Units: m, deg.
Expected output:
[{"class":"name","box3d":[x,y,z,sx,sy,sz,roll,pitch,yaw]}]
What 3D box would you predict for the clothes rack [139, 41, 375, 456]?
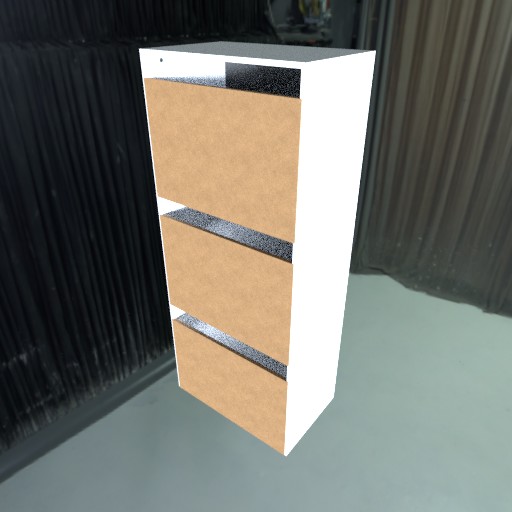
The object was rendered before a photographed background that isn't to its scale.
[{"class":"clothes rack","box3d":[0.000,0.000,1.402,0.500,1.187,0.330,21,36,32]}]
